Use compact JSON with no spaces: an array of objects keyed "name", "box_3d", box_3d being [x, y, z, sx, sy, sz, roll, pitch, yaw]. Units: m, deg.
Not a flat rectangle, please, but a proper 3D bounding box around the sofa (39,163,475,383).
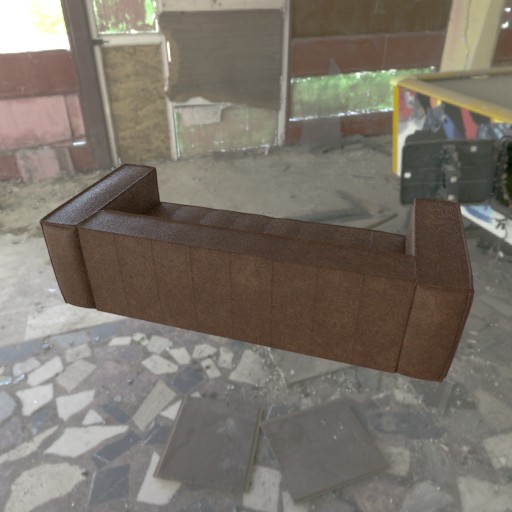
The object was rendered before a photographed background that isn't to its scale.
[{"name":"sofa","box_3d":[0.000,0.000,3.043,2.581,0.701,1.102,9,34,14]}]
